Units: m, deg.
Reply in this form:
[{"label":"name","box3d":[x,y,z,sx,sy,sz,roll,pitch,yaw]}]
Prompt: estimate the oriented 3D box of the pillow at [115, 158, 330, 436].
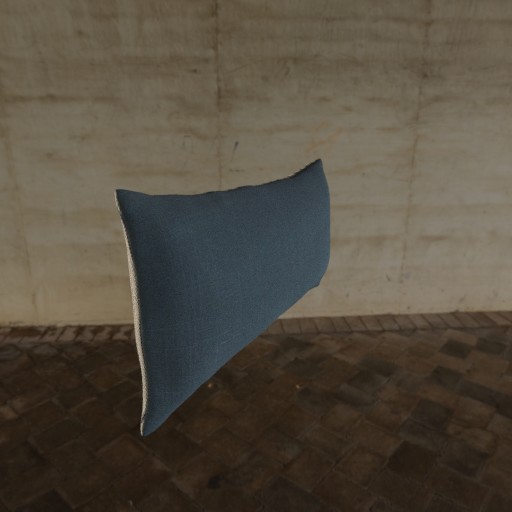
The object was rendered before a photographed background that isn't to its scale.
[{"label":"pillow","box3d":[0.000,0.000,0.753,0.151,0.305,0.609,9,19,27]}]
